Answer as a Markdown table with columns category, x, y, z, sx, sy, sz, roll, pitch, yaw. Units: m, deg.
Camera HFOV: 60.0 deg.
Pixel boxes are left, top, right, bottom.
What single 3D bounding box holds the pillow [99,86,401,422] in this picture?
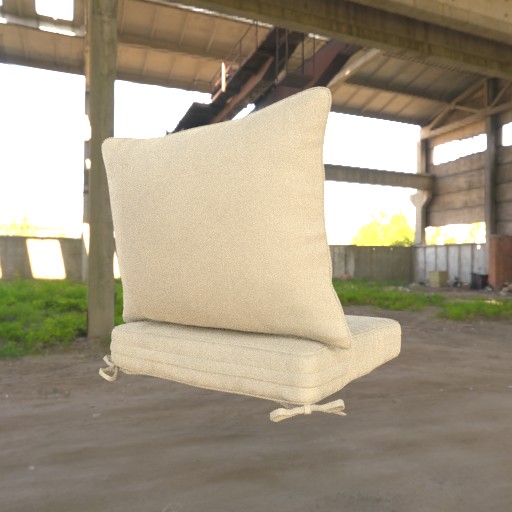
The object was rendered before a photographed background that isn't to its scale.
| category | x | y | z | sx | sy | sz | roll | pitch | yaw |
| --- | --- | --- | --- | --- | --- | --- | --- | --- | --- |
| pillow | 0.000 | 0.000 | 1.374 | 0.798 | 0.716 | 0.733 | 0 | -1 | 35 |
